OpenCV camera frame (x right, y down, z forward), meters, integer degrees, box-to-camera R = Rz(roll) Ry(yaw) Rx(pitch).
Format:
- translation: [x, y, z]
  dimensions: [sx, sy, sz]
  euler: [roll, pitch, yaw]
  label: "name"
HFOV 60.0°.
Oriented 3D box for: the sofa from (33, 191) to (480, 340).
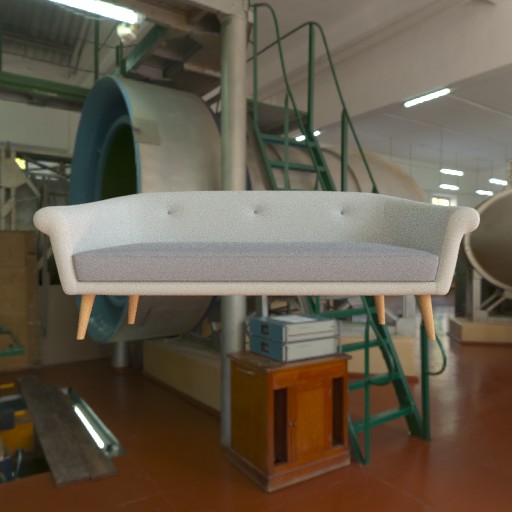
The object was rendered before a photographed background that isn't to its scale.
- translation: [0.000, 0.000, 2.516]
  dimensions: [2.160, 0.795, 0.827]
  euler: [0, 0, 0]
  label: "sofa"
